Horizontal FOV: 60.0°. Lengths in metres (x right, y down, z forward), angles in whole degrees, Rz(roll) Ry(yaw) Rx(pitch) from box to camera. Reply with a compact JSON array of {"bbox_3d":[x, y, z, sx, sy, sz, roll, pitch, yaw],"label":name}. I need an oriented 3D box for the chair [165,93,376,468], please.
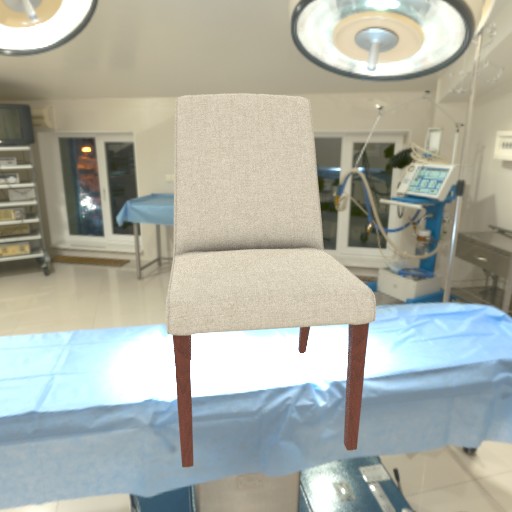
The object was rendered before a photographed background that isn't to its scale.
[{"bbox_3d":[0.000,0.000,1.244,0.480,0.900,0.594,-2,16,-8],"label":"chair"}]
